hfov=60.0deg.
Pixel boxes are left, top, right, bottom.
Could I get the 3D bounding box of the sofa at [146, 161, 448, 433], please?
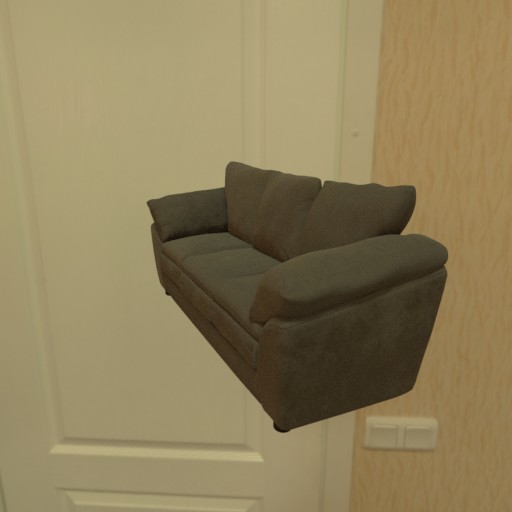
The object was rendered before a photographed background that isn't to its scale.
[{"bbox_3d":[0.000,0.000,2.839,0.878,1.073,2.336,-7,17,-25],"label":"sofa"}]
